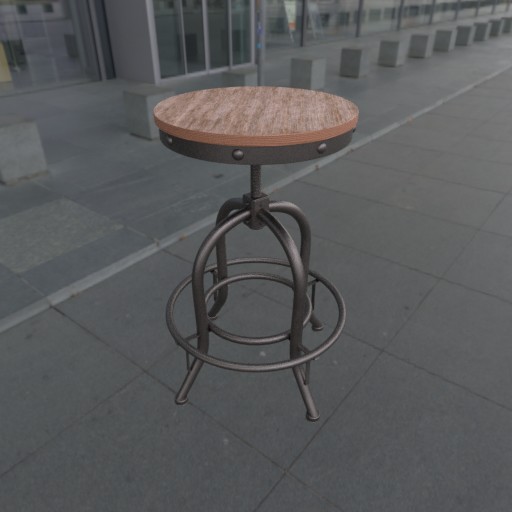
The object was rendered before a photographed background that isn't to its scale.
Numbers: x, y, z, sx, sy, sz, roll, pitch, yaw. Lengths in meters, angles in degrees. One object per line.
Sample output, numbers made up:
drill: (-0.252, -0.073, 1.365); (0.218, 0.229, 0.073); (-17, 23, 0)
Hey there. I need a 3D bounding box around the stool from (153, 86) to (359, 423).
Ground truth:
stool: (0.000, 0.000, 0.926); (0.439, 0.609, 0.439); (-21, 37, -30)
